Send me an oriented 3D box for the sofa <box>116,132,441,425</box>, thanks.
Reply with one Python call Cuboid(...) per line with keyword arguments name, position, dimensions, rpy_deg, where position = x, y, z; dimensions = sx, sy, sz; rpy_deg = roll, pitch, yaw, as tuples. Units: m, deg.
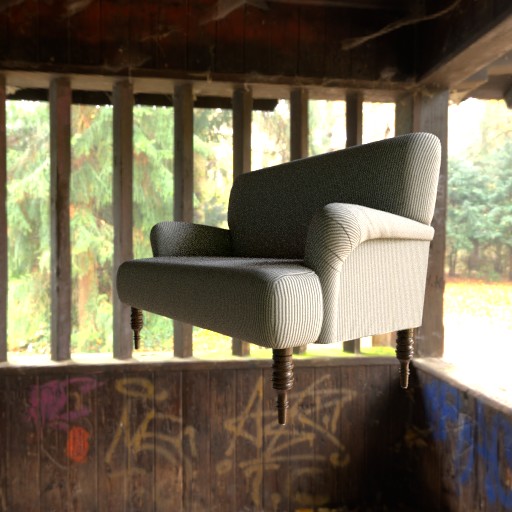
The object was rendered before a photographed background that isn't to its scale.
Cuboid(name="sofa", position=(0.000, 0.000, 1.810), dimensions=(0.779, 0.889, 1.297), rpy_deg=(-1, 2, -36))
